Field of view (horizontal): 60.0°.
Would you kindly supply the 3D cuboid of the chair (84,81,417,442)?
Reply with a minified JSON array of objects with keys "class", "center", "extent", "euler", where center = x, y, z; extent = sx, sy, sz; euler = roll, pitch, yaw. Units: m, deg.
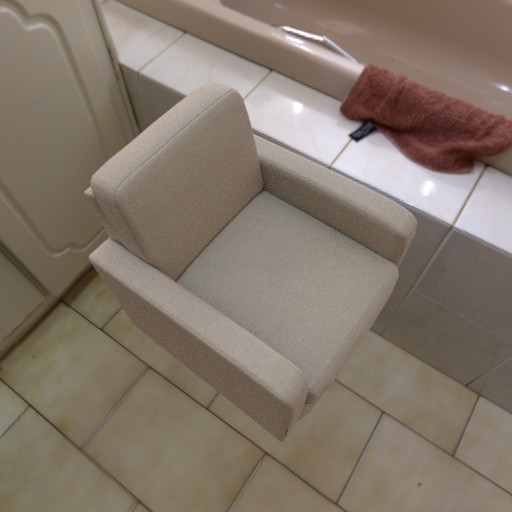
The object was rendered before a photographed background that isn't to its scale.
[{"class":"chair","center":[0.000,0.000,1.529],"extent":[0.888,0.827,0.755],"euler":[33,65,18]}]
